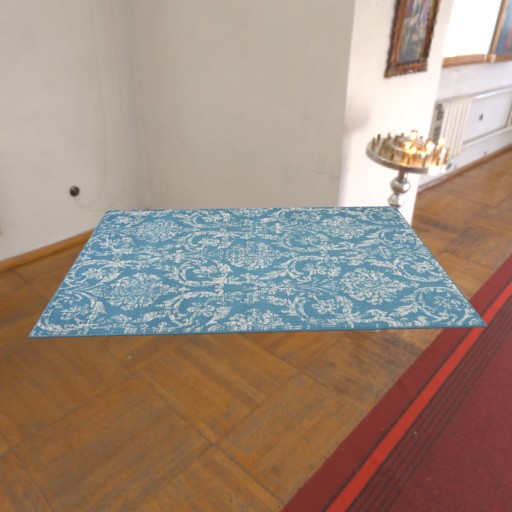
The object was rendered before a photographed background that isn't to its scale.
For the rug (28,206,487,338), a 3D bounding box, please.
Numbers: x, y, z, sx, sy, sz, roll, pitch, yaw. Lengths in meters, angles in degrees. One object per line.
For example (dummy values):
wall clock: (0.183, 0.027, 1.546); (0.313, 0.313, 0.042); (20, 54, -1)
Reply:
rug: (0.000, 0.000, 3.431); (2.746, 0.018, 1.816); (-1, 30, -2)
